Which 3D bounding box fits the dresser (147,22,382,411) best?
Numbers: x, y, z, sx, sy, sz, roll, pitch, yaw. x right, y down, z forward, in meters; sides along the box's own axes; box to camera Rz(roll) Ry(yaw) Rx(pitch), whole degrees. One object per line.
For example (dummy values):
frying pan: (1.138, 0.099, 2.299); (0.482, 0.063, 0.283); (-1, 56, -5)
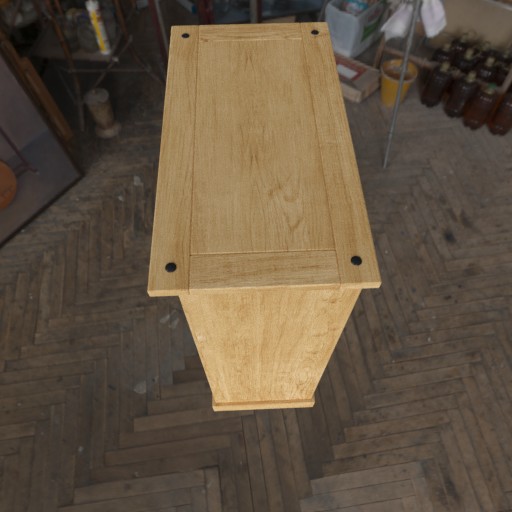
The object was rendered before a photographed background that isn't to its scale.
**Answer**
dresser: (0.000, 0.000, 1.701); (0.485, 1.300, 0.915); (-2, 59, -1)
